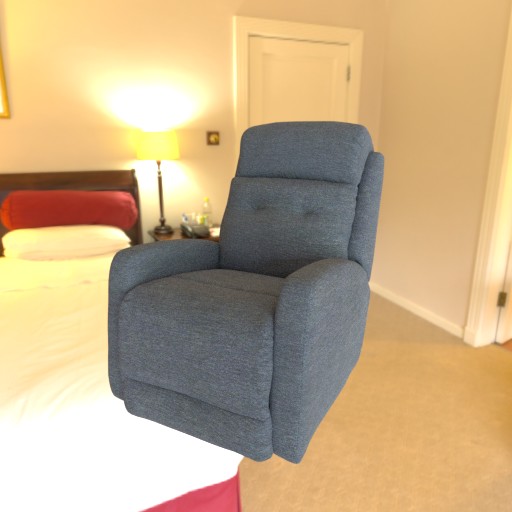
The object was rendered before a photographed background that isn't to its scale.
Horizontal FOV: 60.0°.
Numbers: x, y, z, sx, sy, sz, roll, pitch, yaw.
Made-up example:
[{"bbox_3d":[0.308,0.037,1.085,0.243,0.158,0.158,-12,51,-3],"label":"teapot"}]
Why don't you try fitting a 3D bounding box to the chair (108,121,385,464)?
[{"bbox_3d":[0.000,0.000,1.718,0.798,1.013,1.043,8,18,27],"label":"chair"}]
